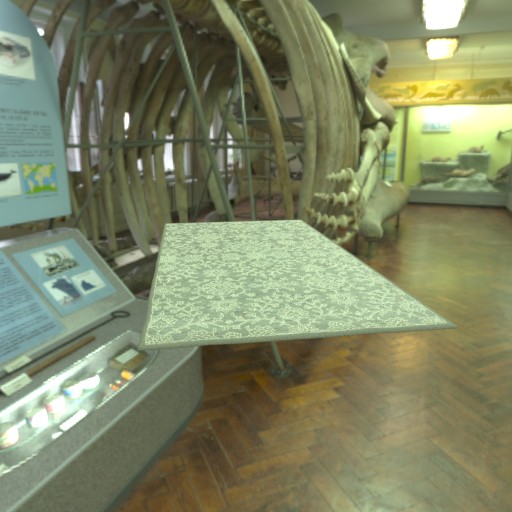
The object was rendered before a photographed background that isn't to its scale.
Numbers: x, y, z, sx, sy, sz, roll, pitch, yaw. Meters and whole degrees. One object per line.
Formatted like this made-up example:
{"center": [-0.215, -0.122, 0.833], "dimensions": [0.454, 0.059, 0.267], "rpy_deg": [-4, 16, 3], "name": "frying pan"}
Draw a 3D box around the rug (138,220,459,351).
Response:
{"center": [0.000, 0.000, 3.531], "dimensions": [1.546, 0.011, 3.048], "rpy_deg": [-2, 15, -9], "name": "rug"}
